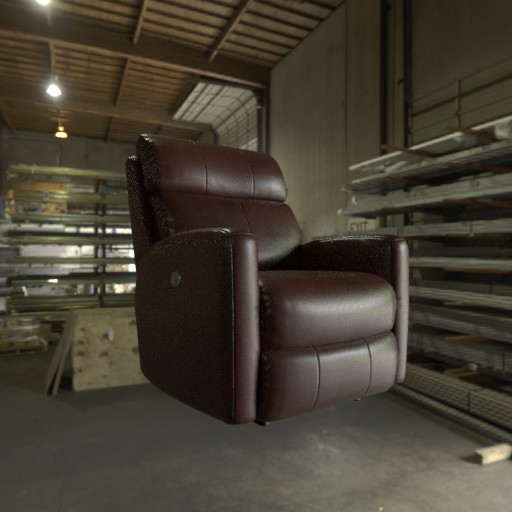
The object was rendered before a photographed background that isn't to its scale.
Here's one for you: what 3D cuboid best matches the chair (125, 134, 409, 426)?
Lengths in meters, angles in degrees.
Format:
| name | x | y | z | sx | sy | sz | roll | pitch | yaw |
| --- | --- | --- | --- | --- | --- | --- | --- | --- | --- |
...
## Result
| name | x | y | z | sx | sy | sz | roll | pitch | yaw |
| --- | --- | --- | --- | --- | --- | --- | --- | --- | --- |
| chair | 0.000 | 0.000 | 1.716 | 0.787 | 1.016 | 0.939 | 0 | 0 | -35 |
